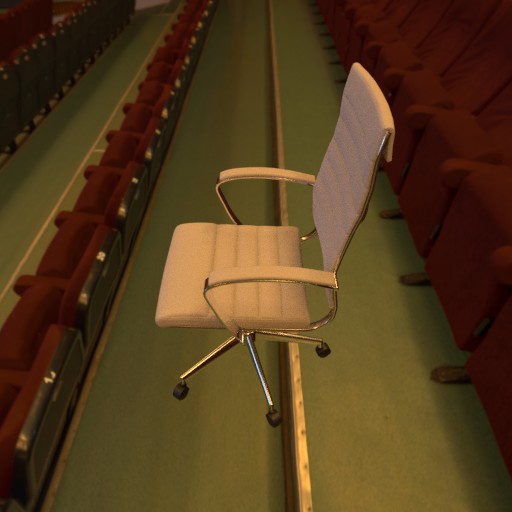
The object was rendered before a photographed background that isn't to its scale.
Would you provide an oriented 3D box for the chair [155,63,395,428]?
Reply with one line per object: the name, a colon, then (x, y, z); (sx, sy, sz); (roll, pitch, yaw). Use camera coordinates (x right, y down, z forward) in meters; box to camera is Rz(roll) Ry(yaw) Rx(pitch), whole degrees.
chair: (0.000, 0.000, 1.532); (0.667, 1.149, 0.679); (0, 42, 0)
